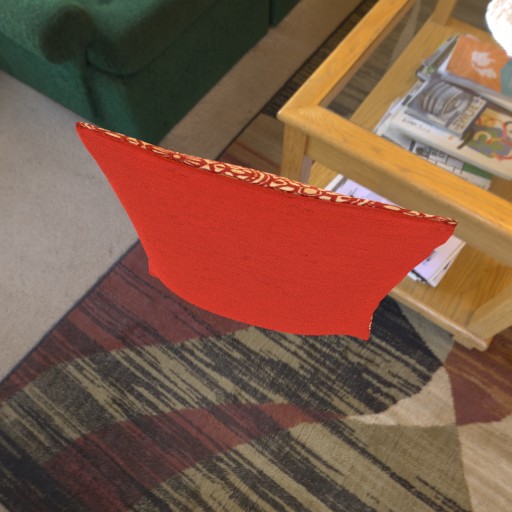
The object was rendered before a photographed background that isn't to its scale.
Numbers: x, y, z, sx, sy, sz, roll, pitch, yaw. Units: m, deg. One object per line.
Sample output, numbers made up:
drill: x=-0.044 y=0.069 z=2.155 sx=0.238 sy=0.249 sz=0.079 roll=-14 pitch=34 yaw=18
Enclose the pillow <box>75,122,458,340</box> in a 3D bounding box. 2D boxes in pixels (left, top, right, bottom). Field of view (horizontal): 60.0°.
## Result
pillow: x=0.000 y=0.000 z=0.665 sx=0.438 sy=0.419 sz=0.162 roll=16 pitch=65 yaw=8
